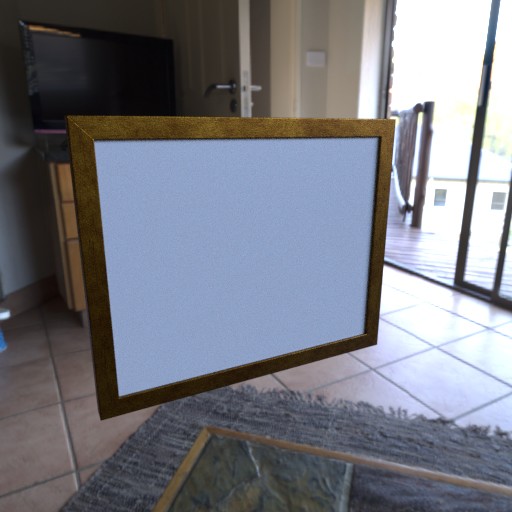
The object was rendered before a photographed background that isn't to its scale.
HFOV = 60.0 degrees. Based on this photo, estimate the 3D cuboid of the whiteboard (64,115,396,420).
[{"bbox_3d":[0.000,0.000,0.766,0.561,0.457,0.029,-8,18,-26],"label":"whiteboard"}]
